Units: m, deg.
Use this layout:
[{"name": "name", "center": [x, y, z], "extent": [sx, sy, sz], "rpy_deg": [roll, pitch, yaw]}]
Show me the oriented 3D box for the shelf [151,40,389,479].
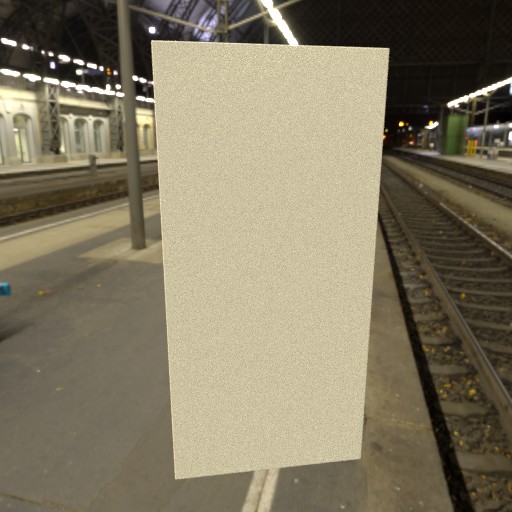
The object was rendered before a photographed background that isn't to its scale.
[{"name": "shelf", "center": [0.000, 0.000, 0.742], "extent": [0.290, 0.594, 0.297], "rpy_deg": [-2, 15, -9]}]
